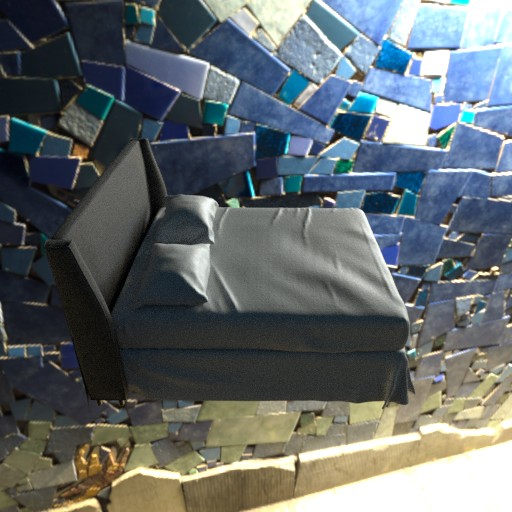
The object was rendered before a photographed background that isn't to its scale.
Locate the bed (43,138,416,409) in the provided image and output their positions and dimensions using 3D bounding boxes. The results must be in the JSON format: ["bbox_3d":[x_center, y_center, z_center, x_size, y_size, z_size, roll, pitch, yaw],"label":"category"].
[{"bbox_3d":[0.000,0.000,3.489,2.276,1.332,1.925,0,32,1],"label":"bed"}]
